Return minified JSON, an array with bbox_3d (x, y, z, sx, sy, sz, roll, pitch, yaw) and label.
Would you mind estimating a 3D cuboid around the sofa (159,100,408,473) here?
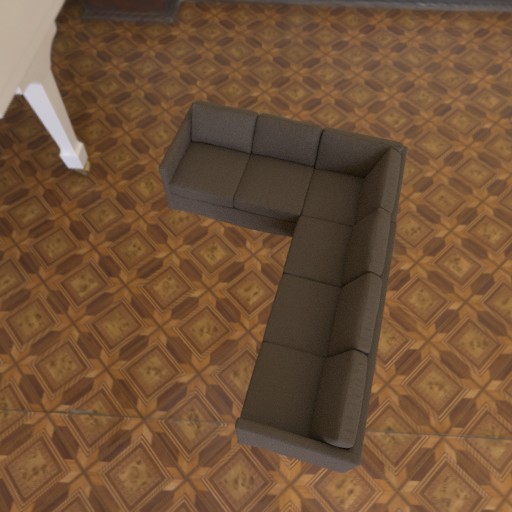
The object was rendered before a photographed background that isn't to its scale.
[{"bbox_3d":[0.000,0.000,4.253,2.432,0.871,3.182,14,60,8],"label":"sofa"}]
